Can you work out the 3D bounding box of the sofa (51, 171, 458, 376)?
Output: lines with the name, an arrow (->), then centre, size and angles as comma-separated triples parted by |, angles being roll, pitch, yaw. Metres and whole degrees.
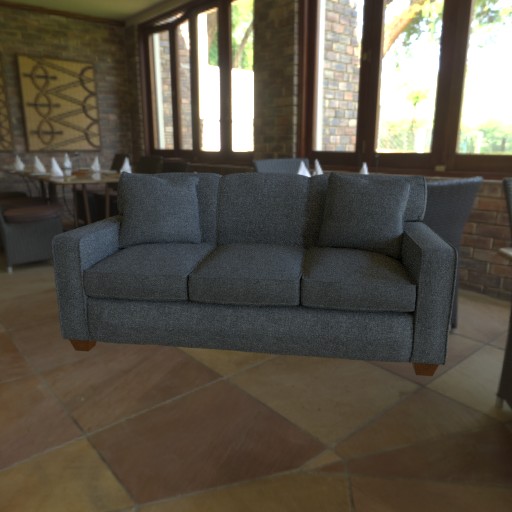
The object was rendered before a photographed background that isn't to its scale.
sofa -> 0.000, 0.000, 2.615 | 2.024, 0.958, 0.997 | 2, 14, 8
